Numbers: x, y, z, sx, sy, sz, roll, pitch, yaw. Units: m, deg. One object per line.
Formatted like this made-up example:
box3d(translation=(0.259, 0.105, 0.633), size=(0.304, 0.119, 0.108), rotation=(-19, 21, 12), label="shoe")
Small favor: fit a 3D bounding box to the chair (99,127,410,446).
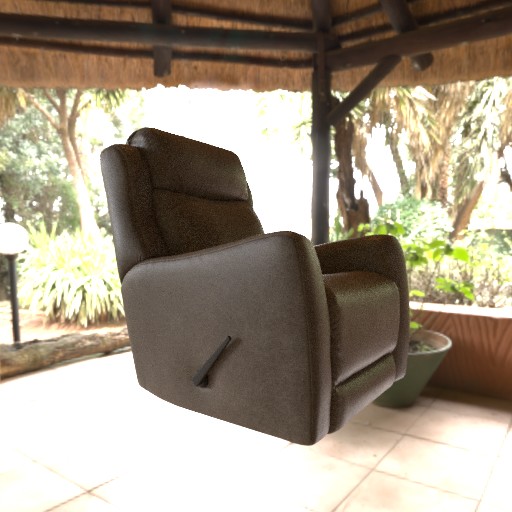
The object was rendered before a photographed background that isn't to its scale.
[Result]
box3d(translation=(0.000, 0.000, 1.909), size=(1.068, 1.116, 0.967), rotation=(1, 1, 36), label="chair")
